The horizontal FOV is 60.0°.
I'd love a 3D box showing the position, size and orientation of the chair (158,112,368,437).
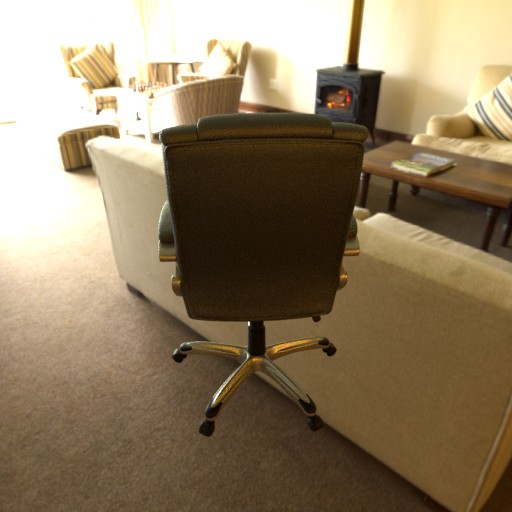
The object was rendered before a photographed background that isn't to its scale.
[{"bbox_3d":[0.000,0.000,1.598,0.721,1.130,0.719,-1,30,-2],"label":"chair"}]
